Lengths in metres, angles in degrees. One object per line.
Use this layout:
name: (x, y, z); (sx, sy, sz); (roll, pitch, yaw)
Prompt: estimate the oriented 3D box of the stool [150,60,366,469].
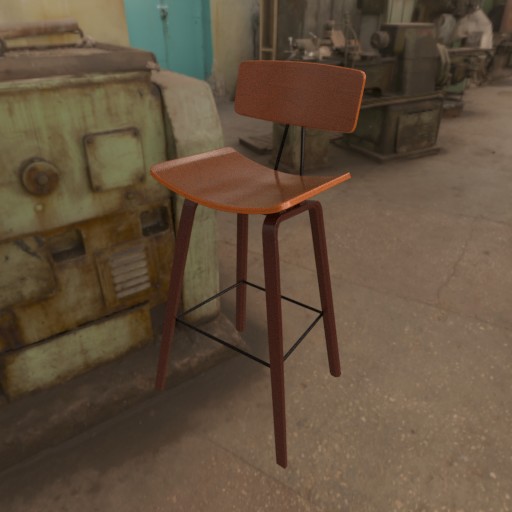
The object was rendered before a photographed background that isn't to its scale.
stool: (0.000, 0.000, 1.252); (0.509, 0.969, 0.440); (20, 35, 30)
